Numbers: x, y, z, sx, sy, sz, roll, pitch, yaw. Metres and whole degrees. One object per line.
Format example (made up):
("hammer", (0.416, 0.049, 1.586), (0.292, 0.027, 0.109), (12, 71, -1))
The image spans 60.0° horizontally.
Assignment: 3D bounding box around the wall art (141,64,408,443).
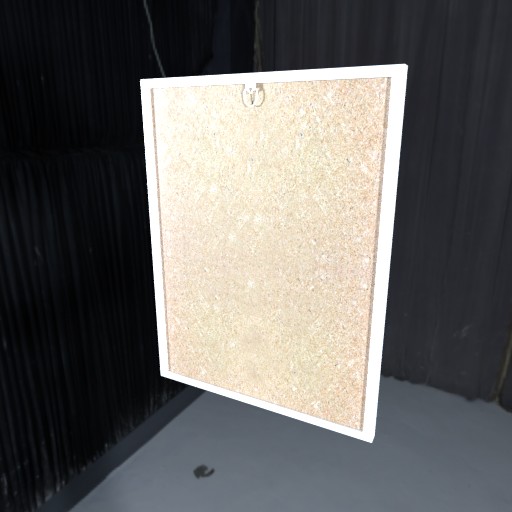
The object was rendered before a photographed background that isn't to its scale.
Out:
("wall art", (0.000, 0.000, 1.379), (0.805, 1.056, 0.042), (8, 18, 27))
